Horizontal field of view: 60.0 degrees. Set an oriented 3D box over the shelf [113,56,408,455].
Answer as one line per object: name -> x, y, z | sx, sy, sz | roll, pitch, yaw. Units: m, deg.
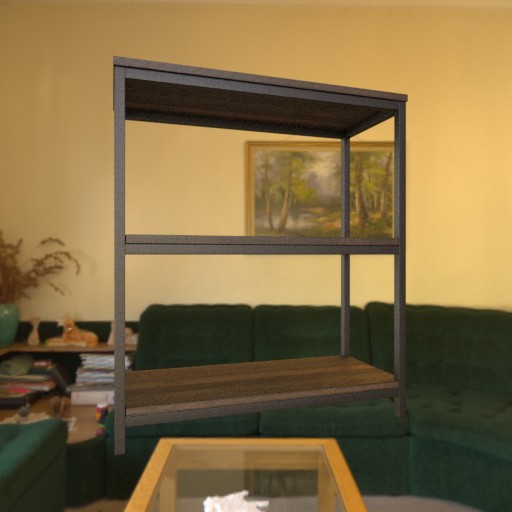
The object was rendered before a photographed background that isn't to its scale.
shelf -> 0.000, 0.000, 1.342 | 0.822, 0.947, 0.352 | 0, 0, -18
